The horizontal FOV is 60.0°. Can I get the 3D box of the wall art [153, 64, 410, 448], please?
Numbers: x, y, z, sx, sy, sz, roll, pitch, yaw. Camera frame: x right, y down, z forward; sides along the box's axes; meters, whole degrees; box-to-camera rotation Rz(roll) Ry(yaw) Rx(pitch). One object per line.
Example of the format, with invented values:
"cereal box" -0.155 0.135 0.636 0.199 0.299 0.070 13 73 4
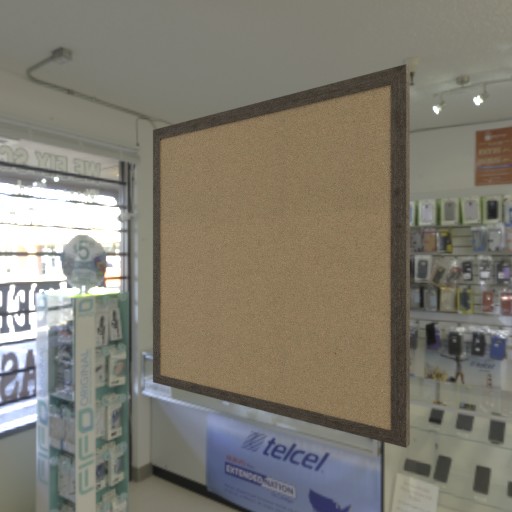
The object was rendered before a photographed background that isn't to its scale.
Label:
"wall art" 0.000 0.000 0.670 0.457 0.457 0.013 0 0 37
